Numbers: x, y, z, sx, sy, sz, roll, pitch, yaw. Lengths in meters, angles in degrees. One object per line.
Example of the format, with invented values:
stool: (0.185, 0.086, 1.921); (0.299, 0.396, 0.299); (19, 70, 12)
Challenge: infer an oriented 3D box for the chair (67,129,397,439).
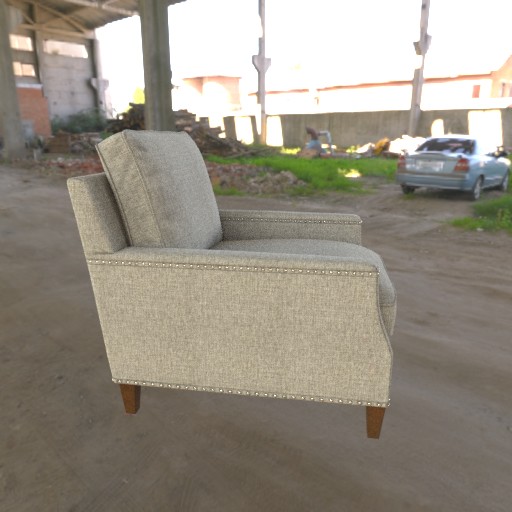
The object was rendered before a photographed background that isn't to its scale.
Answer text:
chair: (0.000, 0.000, 1.726); (1.014, 0.943, 0.853); (2, 16, 9)
